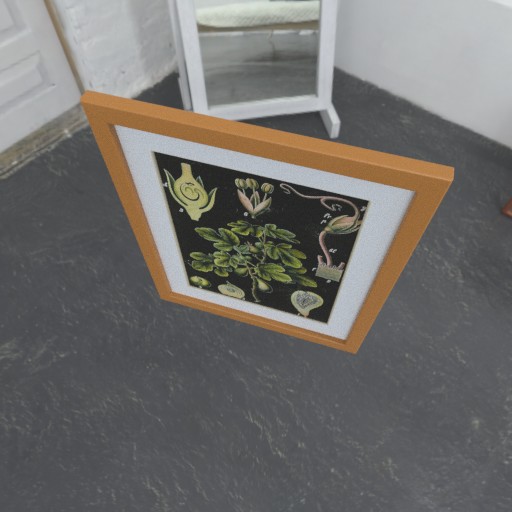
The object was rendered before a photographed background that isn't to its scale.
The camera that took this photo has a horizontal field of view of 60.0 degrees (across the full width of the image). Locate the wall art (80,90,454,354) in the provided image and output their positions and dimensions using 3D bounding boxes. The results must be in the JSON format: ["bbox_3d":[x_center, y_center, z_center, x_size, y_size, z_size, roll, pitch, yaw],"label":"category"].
[{"bbox_3d":[0.000,0.000,0.754,0.452,0.553,0.022,15,59,9],"label":"wall art"}]
